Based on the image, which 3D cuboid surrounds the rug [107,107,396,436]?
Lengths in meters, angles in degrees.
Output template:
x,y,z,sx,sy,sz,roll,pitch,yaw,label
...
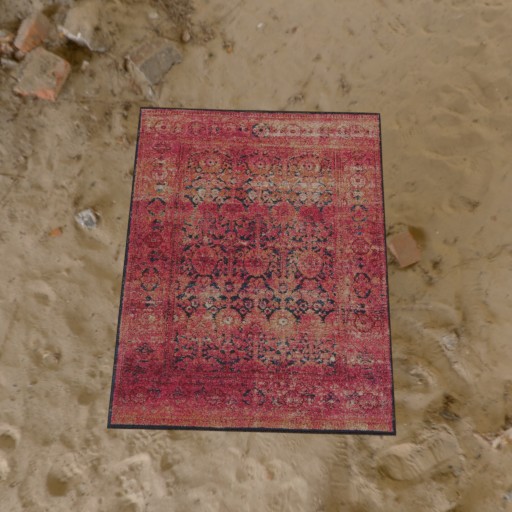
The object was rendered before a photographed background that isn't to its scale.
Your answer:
x,y,z,sx,sy,sz,roll,pitch,yaw,label
0.000,0.000,4.064,2.411,0.020,3.032,1,76,0,rug
